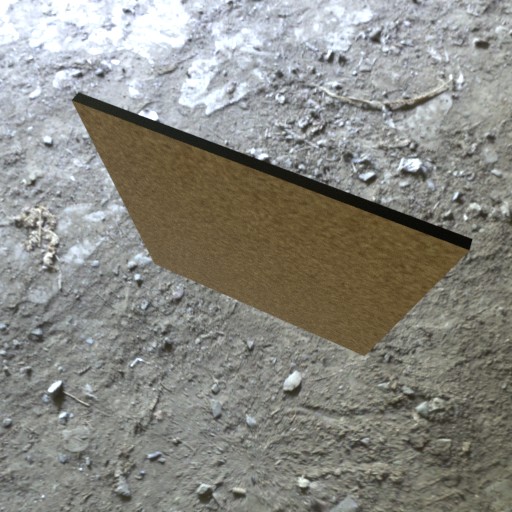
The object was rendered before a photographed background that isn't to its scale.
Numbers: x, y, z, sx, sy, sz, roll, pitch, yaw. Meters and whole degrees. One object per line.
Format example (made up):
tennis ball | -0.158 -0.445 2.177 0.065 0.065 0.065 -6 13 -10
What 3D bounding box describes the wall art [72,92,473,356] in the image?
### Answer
wall art | 0.000 0.000 0.657 0.446 0.445 0.014 23 67 10
